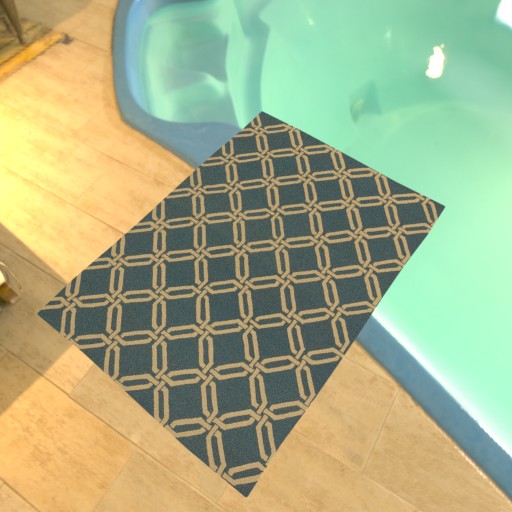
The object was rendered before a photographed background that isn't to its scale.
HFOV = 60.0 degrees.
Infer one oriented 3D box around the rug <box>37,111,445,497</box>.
[{"bbox_3d":[0.000,0.000,2.706,1.524,0.013,2.135,33,64,19],"label":"rug"}]
